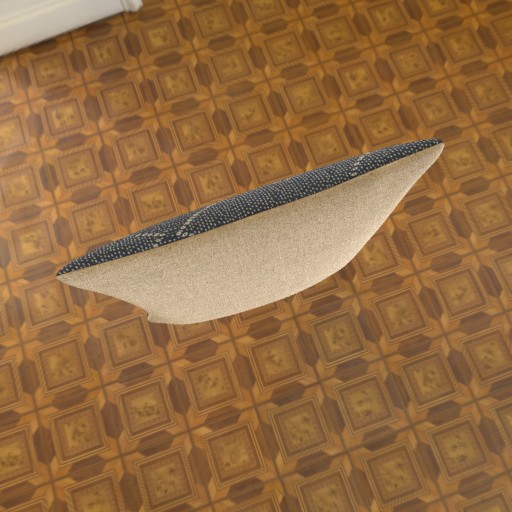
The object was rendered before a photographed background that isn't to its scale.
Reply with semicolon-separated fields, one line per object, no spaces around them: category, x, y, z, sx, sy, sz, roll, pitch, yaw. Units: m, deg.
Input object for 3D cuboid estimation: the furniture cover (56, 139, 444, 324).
furniture cover;0.000;0.000;0.779;0.511;0.503;0.162;-20;77;-5
